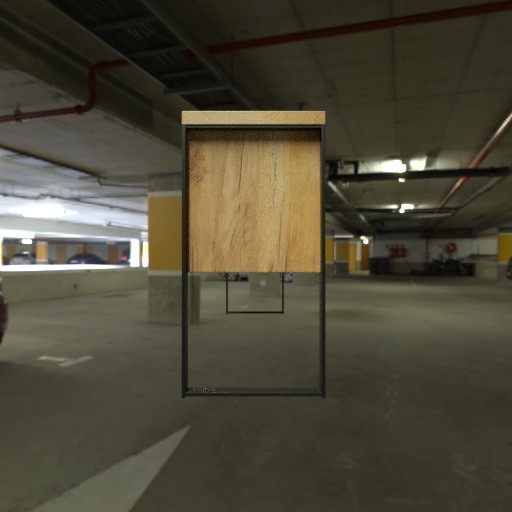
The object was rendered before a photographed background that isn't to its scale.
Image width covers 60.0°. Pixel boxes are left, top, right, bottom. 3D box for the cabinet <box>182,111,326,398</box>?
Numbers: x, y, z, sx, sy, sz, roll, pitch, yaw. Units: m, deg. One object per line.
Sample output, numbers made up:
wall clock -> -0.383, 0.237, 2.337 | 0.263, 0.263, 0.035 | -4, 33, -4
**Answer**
cabinet -> 0.000, 0.000, 2.077 | 0.395, 0.762, 1.800 | 0, 0, 0
